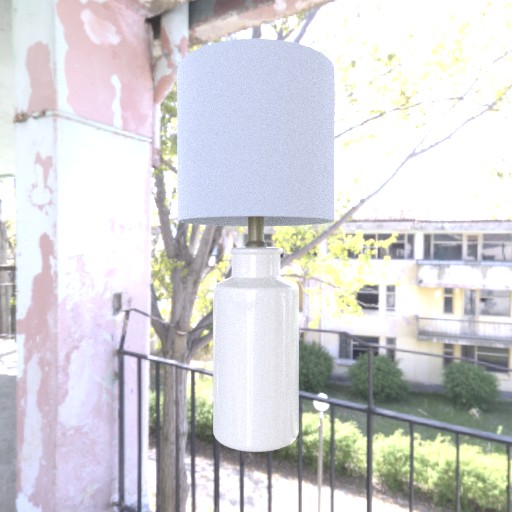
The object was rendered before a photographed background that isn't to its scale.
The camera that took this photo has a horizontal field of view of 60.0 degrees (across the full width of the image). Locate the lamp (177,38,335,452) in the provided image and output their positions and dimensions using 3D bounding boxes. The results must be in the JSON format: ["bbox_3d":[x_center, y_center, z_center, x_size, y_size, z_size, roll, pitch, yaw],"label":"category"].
[{"bbox_3d":[0.000,0.000,0.607,0.212,0.493,0.212,0,1,35],"label":"lamp"}]
